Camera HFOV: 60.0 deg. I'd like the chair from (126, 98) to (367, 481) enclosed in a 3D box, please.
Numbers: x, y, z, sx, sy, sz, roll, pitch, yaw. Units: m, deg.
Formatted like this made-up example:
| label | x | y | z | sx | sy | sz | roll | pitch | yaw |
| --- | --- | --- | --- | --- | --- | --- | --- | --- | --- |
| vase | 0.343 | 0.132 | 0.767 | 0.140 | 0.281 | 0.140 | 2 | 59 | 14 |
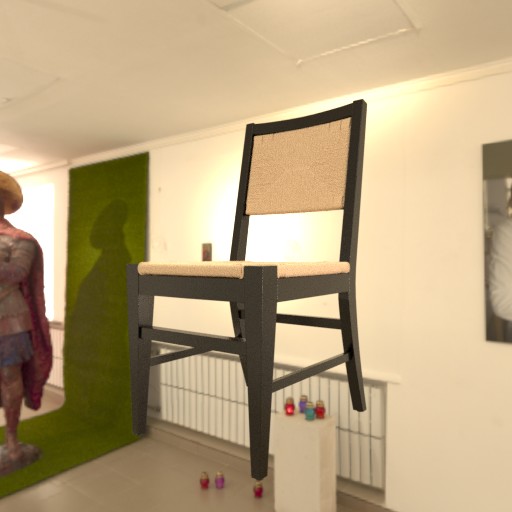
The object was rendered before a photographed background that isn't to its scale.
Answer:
| label | x | y | z | sx | sy | sz | roll | pitch | yaw |
| --- | --- | --- | --- | --- | --- | --- | --- | --- | --- |
| chair | 0.000 | 0.000 | 1.239 | 0.437 | 0.927 | 0.552 | 0 | 0 | 36 |
